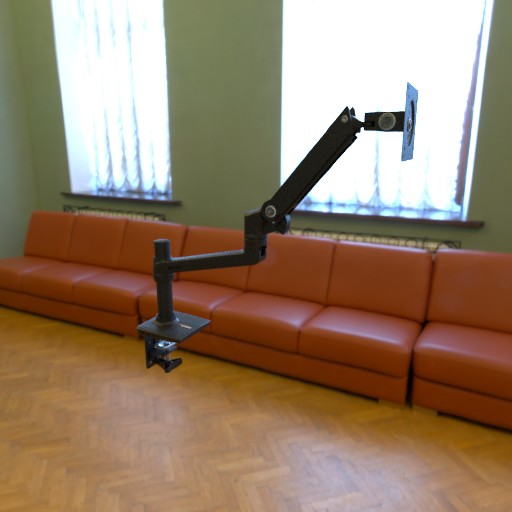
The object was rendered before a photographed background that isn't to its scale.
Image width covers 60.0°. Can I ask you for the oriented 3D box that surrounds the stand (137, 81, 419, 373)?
[{"bbox_3d":[0.000,0.000,1.040,0.650,0.713,0.152,7,15,26],"label":"stand"}]
